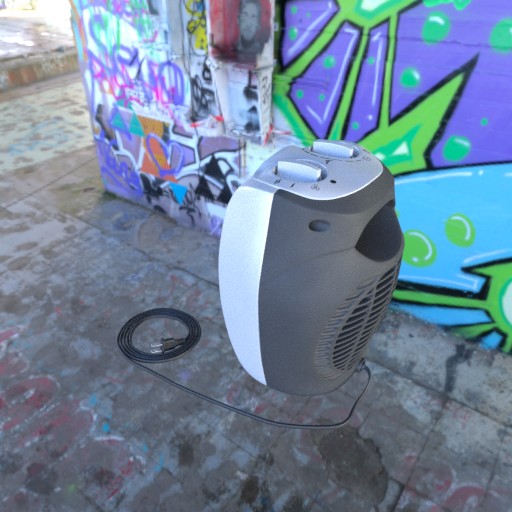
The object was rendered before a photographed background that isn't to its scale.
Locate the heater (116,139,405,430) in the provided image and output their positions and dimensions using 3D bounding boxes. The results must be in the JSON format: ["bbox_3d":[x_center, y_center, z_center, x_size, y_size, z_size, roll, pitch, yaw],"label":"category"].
[{"bbox_3d":[0.000,0.000,0.474,0.291,0.240,0.239,22,40,29],"label":"heater"}]
